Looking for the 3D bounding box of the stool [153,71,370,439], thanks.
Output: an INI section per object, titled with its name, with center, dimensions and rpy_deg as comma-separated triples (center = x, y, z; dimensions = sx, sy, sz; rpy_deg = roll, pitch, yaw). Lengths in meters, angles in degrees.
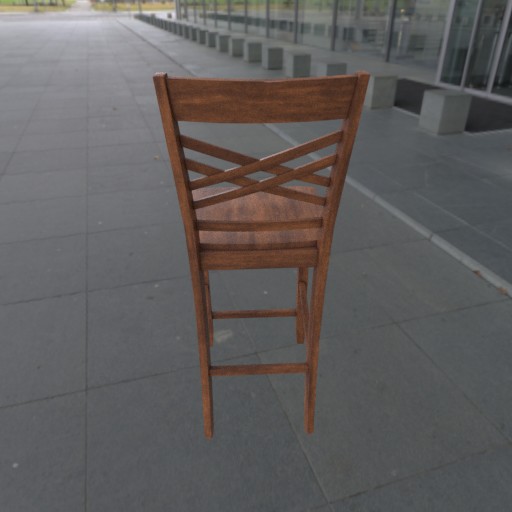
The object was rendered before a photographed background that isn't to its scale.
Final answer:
[stool]
center = 0.000, 0.000, 1.343
dimensions = 0.426, 1.098, 0.504
rpy_deg = -2, 30, -3
